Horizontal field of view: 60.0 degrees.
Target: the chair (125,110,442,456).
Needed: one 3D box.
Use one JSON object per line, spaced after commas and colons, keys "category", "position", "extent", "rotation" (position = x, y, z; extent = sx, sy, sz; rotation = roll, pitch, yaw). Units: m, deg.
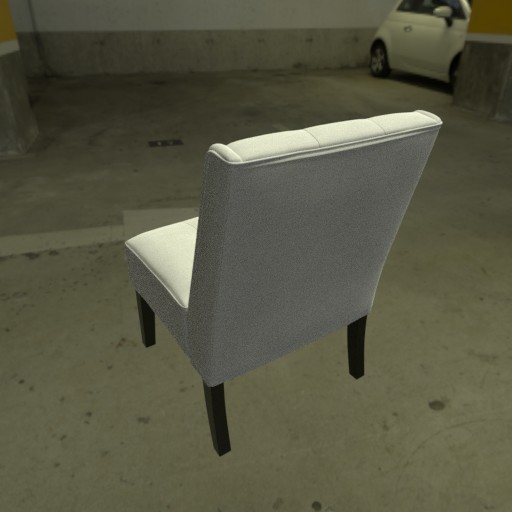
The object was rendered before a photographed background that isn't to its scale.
{"category": "chair", "position": [0.000, 0.000, 1.278], "extent": [0.569, 0.853, 0.676], "rotation": [-18, 34, -29]}
